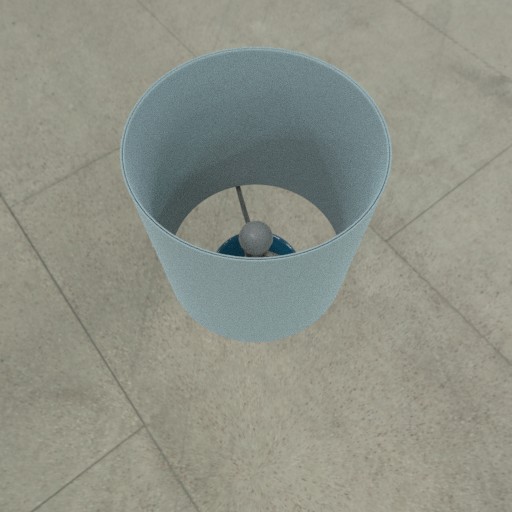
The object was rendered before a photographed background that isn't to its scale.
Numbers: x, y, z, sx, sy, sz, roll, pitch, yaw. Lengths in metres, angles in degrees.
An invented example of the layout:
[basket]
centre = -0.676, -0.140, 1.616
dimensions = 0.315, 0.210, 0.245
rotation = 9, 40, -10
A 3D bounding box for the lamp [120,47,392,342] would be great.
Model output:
[lamp]
centre = 0.000, 0.000, 0.486
dimensions = 0.193, 0.377, 0.193
rotation = 15, 65, 7
